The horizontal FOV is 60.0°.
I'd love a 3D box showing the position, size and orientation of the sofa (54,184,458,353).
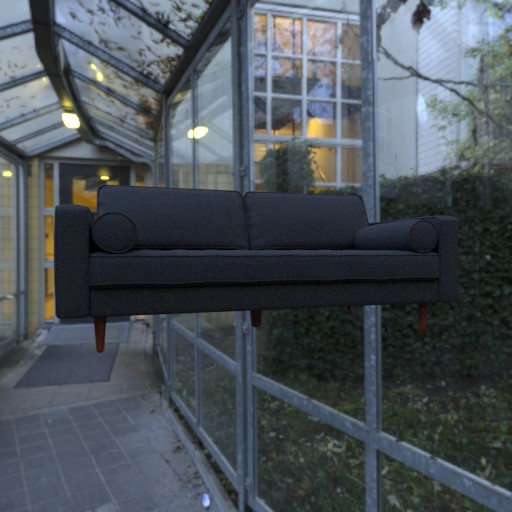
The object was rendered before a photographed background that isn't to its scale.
[{"bbox_3d":[0.000,0.000,2.353,1.875,0.759,0.914,0,1,-18],"label":"sofa"}]
